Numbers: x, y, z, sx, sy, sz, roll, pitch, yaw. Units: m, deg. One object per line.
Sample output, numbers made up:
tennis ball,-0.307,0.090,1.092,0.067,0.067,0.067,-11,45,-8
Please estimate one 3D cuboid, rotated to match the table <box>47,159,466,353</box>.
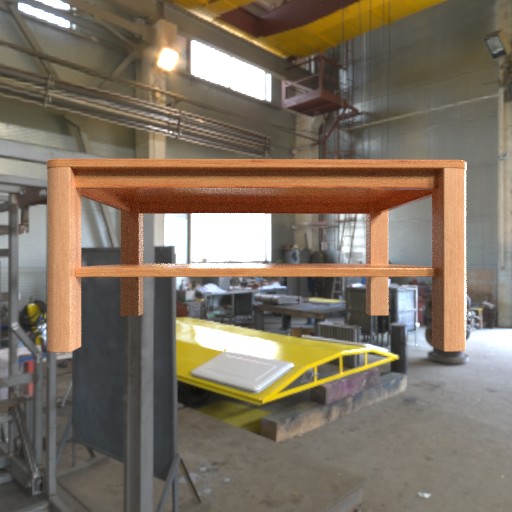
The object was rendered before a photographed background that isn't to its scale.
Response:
table,0.000,0.000,1.367,0.997,0.445,0.696,0,0,-1
